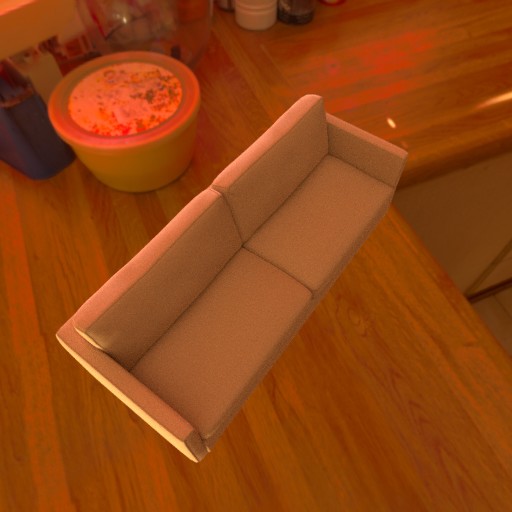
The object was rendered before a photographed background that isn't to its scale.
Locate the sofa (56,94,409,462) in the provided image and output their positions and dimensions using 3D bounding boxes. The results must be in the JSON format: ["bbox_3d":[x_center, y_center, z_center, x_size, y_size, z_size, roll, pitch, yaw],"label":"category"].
[{"bbox_3d":[0.000,0.000,2.916,0.951,0.968,2.361,32,63,19],"label":"sofa"}]
